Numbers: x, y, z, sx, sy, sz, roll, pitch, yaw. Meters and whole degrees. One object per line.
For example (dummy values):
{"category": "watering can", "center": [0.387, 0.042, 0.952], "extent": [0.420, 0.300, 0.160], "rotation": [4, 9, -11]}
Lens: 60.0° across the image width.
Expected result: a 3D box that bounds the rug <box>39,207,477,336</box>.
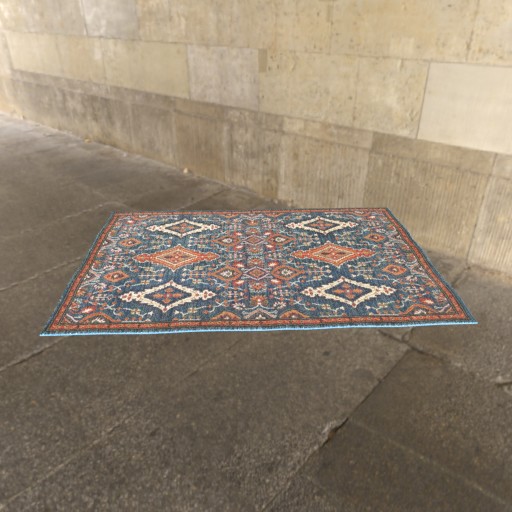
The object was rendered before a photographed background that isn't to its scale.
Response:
{"category": "rug", "center": [0.000, 0.000, 3.067], "extent": [2.373, 0.009, 1.622], "rotation": [-1, 29, -2]}
